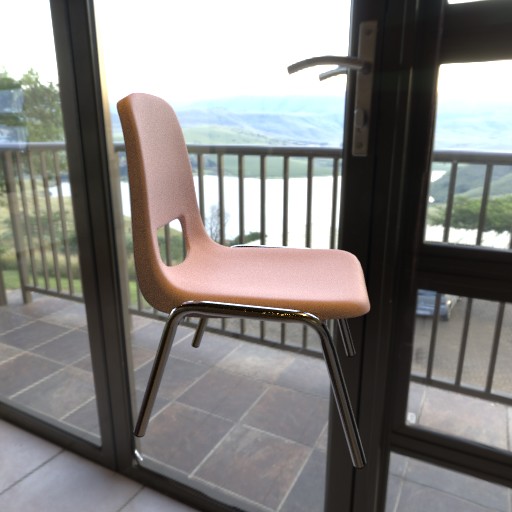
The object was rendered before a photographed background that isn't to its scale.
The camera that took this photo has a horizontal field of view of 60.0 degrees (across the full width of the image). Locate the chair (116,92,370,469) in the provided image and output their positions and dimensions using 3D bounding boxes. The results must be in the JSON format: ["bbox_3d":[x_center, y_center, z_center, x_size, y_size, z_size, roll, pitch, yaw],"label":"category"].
[{"bbox_3d":[0.000,0.000,0.770,0.385,0.536,0.354,3,16,9],"label":"chair"}]
